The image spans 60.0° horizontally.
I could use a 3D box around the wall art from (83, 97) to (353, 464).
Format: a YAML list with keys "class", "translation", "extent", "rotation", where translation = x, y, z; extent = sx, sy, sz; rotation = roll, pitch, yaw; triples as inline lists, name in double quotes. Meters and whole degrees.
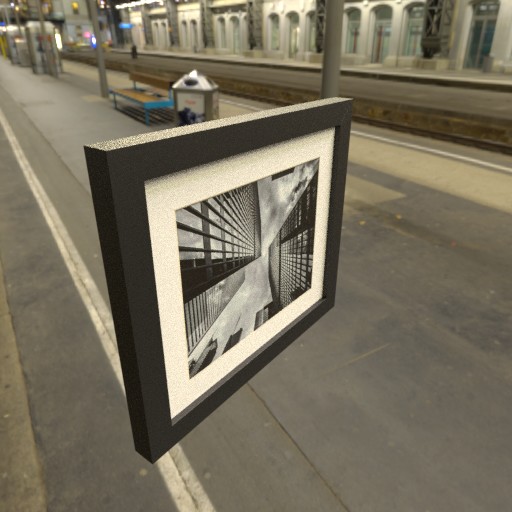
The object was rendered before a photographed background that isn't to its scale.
- class: "wall art"
  translation: [0.000, 0.000, 0.526]
  extent: [0.028, 0.321, 0.381]
  rotation: [19, 32, 34]
